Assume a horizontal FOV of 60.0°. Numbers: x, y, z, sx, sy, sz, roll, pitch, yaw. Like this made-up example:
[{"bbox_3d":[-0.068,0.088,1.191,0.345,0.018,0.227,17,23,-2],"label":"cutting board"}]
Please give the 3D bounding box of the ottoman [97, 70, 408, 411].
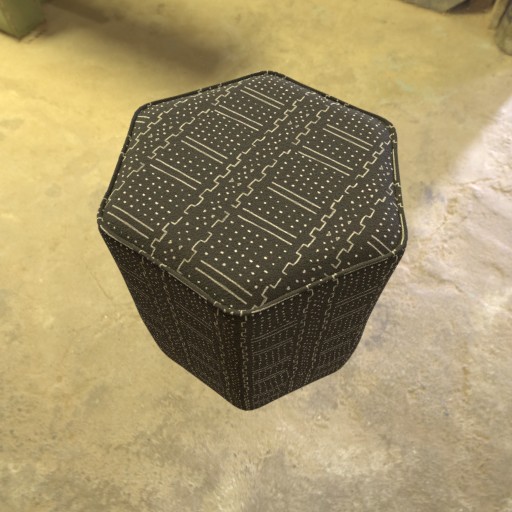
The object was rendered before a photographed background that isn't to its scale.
[{"bbox_3d":[0.000,0.000,0.867,0.494,0.502,0.443,31,62,18],"label":"ottoman"}]
